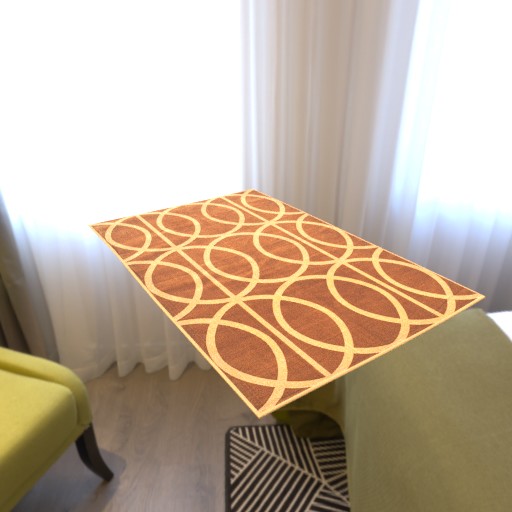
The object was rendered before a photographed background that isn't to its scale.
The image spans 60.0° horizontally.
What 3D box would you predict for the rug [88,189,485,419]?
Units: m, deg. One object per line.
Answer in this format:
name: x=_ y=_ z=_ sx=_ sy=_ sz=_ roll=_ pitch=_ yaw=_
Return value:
rug: x=0.000 y=0.000 z=2.894 sx=1.526 sy=0.014 sz=2.290 roll=-17 pitch=32 yaw=-30
